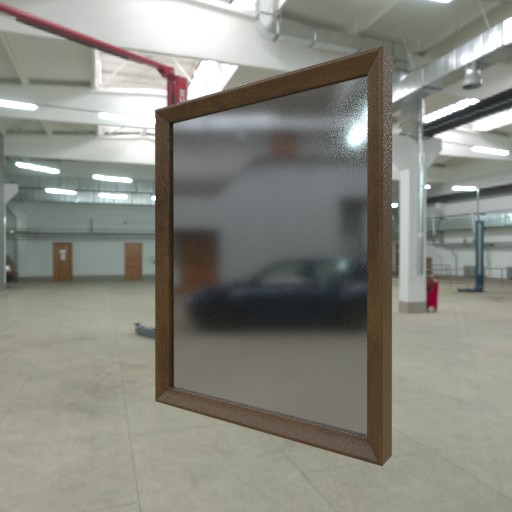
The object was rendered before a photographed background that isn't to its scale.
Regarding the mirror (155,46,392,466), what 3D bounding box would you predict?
[{"bbox_3d":[0.000,0.000,0.670,0.406,0.509,0.041,0,0,36],"label":"mirror"}]
